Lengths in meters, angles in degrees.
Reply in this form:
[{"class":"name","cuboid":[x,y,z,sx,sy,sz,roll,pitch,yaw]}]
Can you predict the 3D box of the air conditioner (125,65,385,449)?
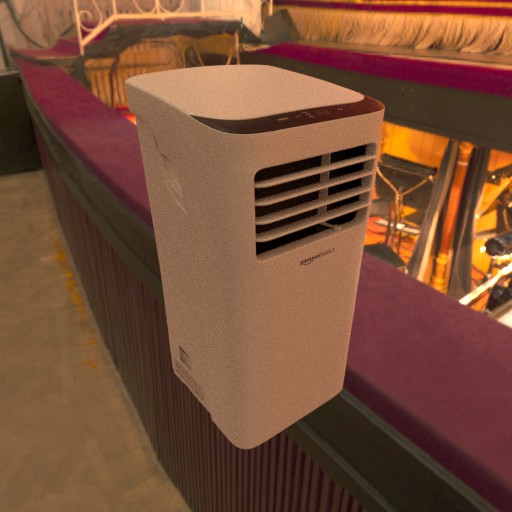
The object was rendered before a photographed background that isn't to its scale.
[{"class":"air conditioner","cuboid":[0.000,0.000,0.939,0.352,0.716,0.369,-20,35,-32]}]
